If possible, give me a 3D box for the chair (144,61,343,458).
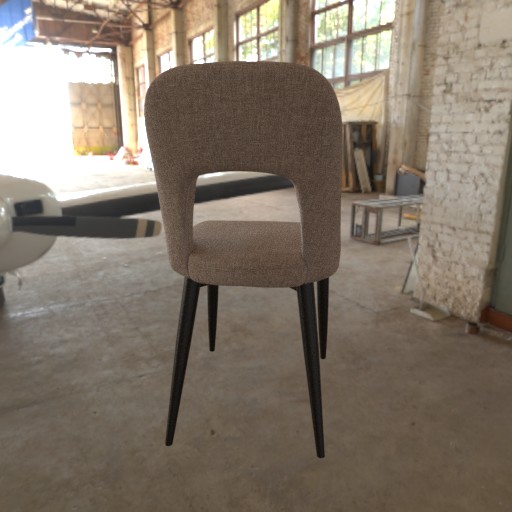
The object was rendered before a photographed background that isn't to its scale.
[{"bbox_3d":[0.000,0.000,1.245,0.470,0.931,0.612,2,15,8],"label":"chair"}]
